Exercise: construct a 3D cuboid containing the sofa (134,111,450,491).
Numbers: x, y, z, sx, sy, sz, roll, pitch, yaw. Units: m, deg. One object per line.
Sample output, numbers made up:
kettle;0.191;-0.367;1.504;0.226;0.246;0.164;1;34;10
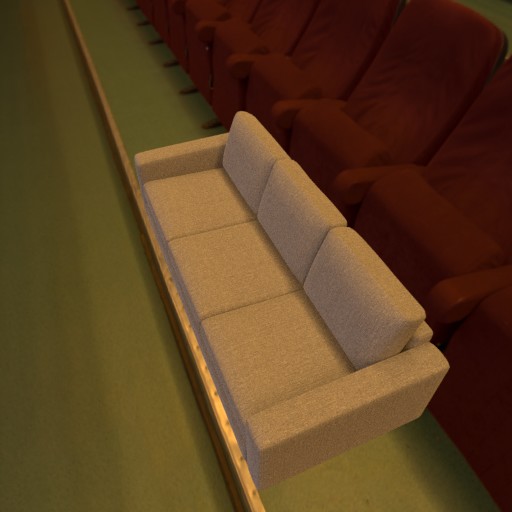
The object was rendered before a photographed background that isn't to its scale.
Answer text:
sofa;0.000;0.000;2.519;0.900;0.800;2.120;-17;48;-16
